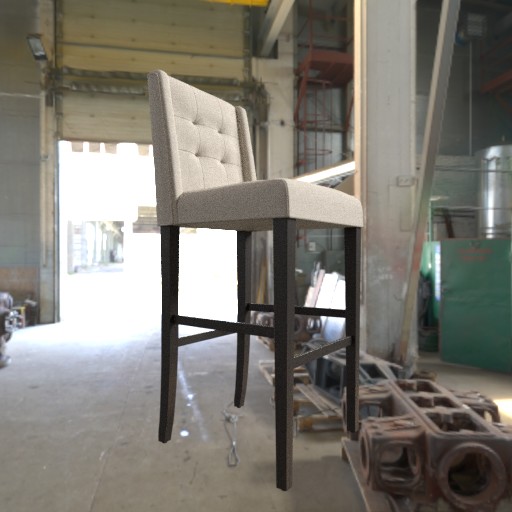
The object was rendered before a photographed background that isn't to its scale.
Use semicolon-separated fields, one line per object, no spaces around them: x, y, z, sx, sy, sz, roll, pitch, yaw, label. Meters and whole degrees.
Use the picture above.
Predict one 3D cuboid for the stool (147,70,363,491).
0.000;0.000;1.362;0.509;1.116;0.474;0;0;35;stool
